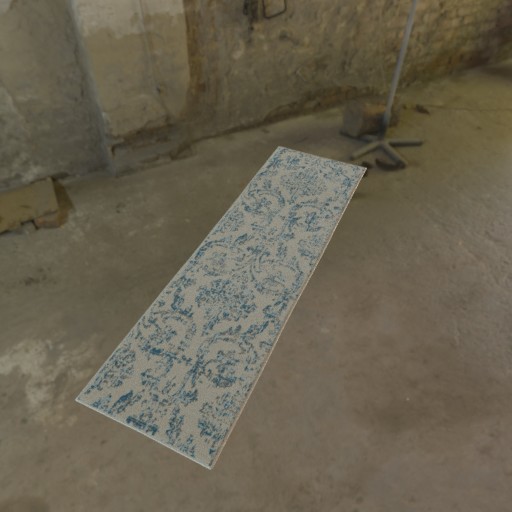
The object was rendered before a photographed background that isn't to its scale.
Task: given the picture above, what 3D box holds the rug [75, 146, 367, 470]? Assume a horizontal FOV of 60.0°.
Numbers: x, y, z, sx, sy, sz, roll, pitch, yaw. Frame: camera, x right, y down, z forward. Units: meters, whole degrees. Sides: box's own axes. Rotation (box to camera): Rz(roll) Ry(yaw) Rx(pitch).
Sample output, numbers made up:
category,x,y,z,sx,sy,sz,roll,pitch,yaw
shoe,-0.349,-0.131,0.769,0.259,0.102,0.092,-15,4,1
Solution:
category,x,y,z,sx,sy,sz,roll,pitch,yaw
rug,0.000,0.000,2.471,0.662,0.011,2.196,19,48,17
